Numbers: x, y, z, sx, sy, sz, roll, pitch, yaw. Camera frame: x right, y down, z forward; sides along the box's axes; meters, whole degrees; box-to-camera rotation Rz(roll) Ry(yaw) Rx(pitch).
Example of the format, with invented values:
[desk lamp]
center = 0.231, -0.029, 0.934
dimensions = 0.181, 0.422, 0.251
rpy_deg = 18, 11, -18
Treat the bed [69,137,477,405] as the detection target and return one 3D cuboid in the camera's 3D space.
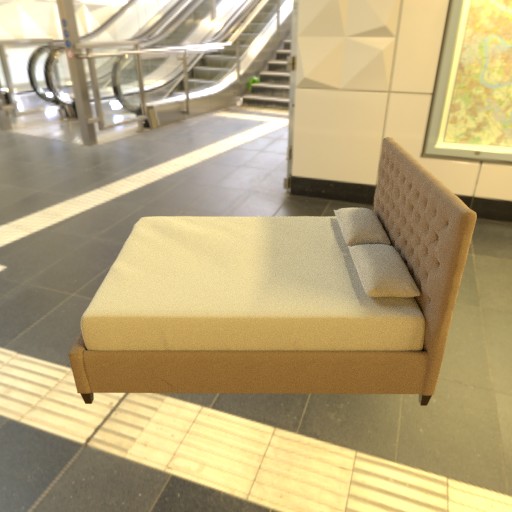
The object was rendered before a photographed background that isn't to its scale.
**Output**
[bed]
center = 0.000, 0.000, 3.397
dimensions = 2.387, 1.427, 1.698
rpy_deg = 0, 28, 0
